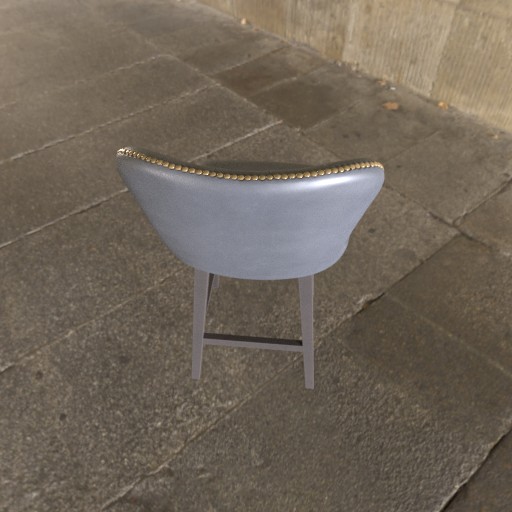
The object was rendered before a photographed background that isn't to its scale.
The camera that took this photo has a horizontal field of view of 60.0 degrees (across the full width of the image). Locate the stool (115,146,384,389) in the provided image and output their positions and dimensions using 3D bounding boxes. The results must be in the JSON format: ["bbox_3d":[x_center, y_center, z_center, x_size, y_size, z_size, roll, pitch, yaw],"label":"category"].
[{"bbox_3d":[0.000,0.000,1.296,0.528,0.971,0.593,4,46,4],"label":"stool"}]
